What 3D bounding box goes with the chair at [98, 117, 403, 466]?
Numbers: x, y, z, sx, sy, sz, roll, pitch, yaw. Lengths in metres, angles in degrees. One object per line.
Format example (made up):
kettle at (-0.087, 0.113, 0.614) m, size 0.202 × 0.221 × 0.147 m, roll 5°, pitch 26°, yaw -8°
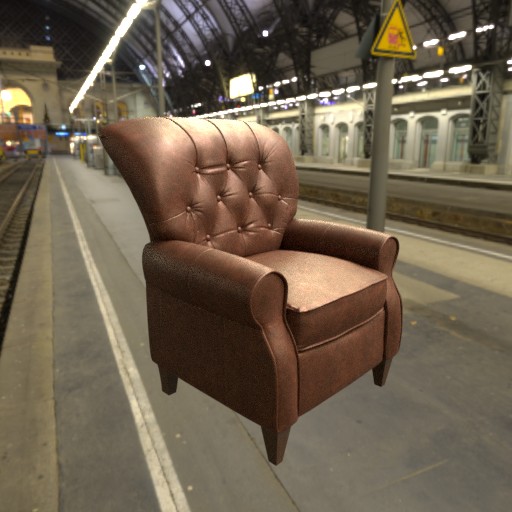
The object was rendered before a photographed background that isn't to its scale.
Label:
chair at (0.000, 0.000, 1.904) m, size 1.031 × 1.162 × 0.979 m, roll 13°, pitch 19°, yaw 43°
